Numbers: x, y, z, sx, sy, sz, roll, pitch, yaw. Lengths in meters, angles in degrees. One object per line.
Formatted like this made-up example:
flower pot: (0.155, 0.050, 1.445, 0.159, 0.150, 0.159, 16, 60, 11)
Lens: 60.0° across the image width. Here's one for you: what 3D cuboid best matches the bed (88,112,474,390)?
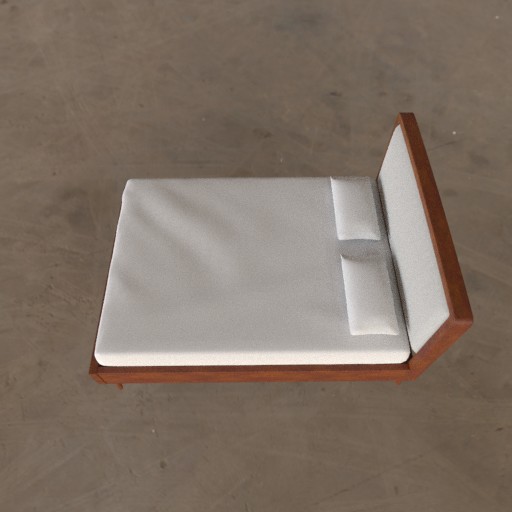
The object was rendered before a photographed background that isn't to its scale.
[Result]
bed: (0.000, 0.000, 3.169, 2.196, 1.275, 1.587, 0, 58, 0)
